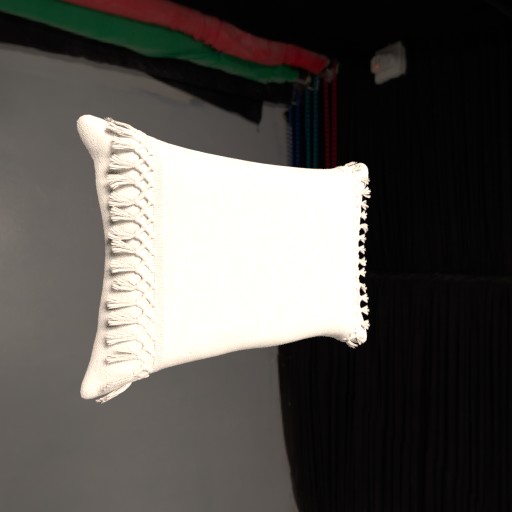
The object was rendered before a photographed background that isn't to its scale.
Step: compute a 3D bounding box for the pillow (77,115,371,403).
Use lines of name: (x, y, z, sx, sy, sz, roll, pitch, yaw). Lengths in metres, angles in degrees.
pillow: (0.000, 0.000, 0.602, 0.466, 0.305, 0.084, 0, 1, -37)
